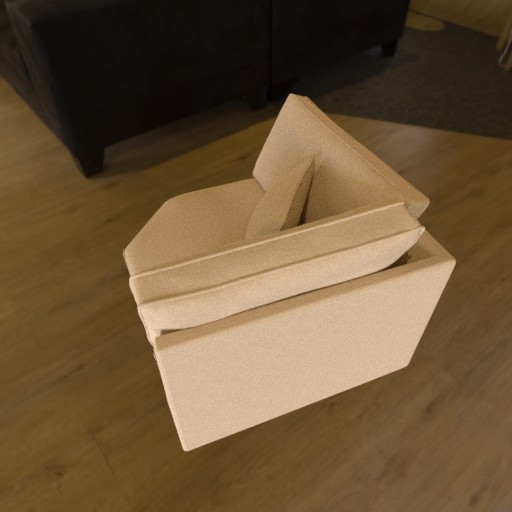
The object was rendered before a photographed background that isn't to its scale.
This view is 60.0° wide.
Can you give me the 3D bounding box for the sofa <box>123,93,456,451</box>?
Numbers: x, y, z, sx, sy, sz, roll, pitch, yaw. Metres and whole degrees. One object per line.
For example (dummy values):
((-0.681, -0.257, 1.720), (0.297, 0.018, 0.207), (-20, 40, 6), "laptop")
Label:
((0.000, 0.000, 1.882), (1.042, 0.937, 1.050), (-16, 48, -15), "sofa")
